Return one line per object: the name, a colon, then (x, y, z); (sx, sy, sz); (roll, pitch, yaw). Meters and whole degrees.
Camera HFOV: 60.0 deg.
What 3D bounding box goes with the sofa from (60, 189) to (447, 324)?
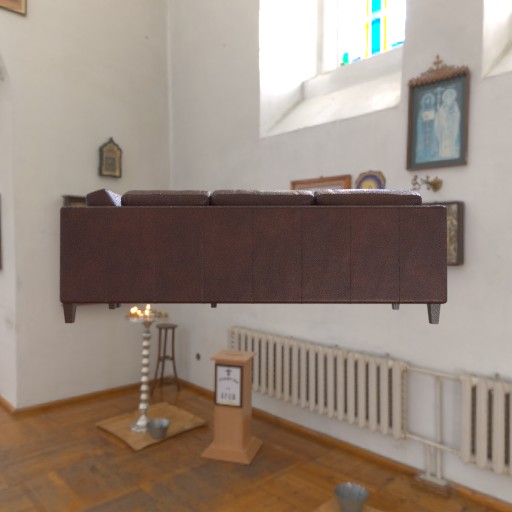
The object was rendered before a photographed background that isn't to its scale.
sofa: (0.000, 0.000, 4.441); (2.452, 0.891, 3.324); (0, -1, 1)
